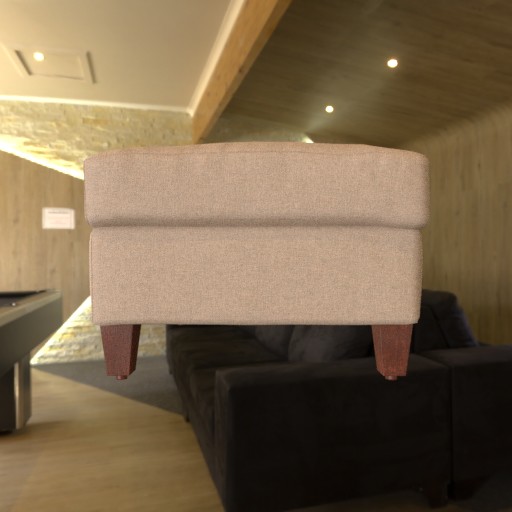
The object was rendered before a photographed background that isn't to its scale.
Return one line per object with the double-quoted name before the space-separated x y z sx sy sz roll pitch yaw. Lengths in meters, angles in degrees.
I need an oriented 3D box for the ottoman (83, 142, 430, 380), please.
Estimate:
"ottoman" 0.000 0.000 1.288 0.692 0.511 0.902 0 0 0
